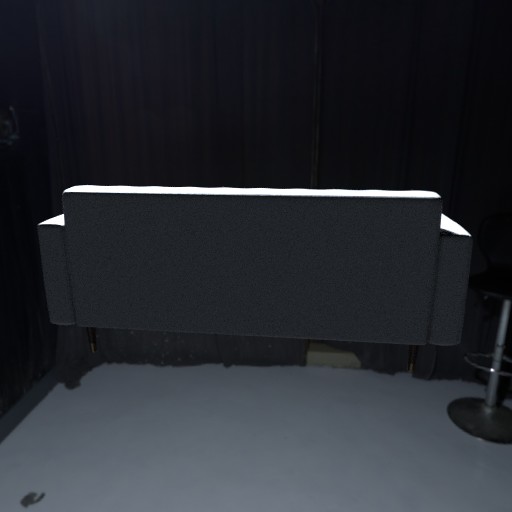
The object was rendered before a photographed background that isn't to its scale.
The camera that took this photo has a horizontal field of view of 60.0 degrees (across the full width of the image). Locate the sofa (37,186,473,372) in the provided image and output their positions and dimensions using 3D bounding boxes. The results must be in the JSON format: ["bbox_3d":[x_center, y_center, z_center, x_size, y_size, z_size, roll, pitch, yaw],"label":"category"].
[{"bbox_3d":[0.000,0.000,2.383,1.895,0.814,0.969,2,16,7],"label":"sofa"}]
